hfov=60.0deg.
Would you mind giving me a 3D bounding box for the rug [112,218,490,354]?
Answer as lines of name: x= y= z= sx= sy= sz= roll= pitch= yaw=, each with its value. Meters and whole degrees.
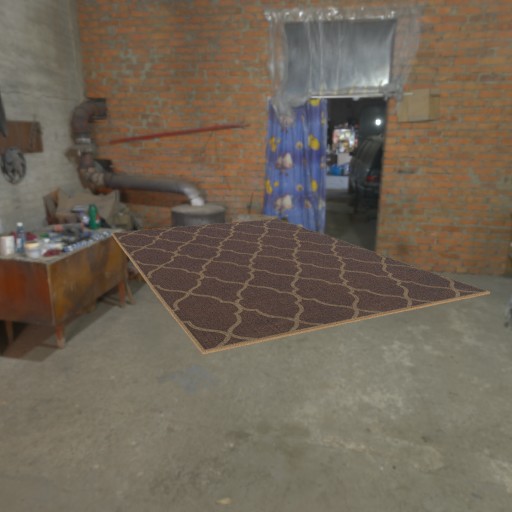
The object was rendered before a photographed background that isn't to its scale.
rug: x=0.000 y=0.000 z=2.909 sx=1.528 sy=0.014 sz=2.294 roll=-7 pitch=17 yaw=-24
